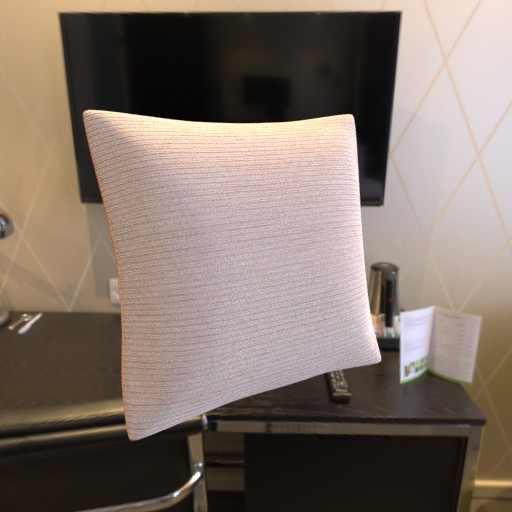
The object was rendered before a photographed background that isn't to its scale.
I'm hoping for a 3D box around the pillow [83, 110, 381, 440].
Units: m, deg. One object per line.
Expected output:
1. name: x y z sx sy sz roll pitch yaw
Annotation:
1. pillow: 0.000 0.000 0.646 0.424 0.401 0.177 -9 18 -27
